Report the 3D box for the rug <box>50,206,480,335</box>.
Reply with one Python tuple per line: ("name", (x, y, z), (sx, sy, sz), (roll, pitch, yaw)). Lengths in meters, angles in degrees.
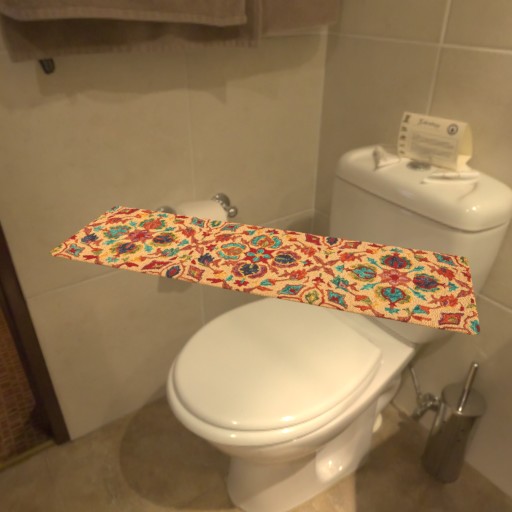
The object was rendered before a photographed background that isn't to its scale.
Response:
("rug", (0.000, 0.000, 2.504), (2.273, 0.016, 0.693), (9, 32, 15))
